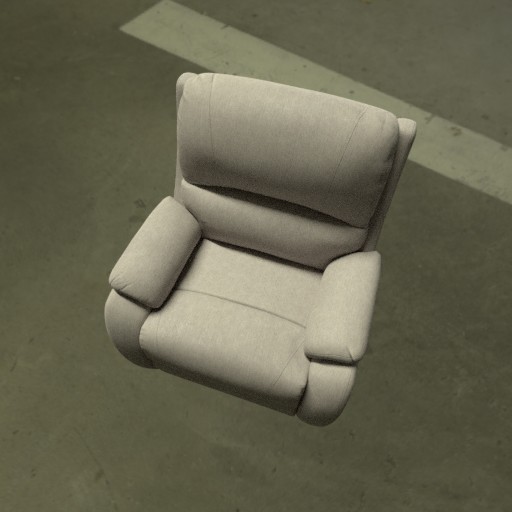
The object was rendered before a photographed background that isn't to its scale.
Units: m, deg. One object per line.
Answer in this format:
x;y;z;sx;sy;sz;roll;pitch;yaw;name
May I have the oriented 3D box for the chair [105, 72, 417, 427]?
0.000;0.000;1.681;0.930;1.011;0.899;16;59;10;chair
